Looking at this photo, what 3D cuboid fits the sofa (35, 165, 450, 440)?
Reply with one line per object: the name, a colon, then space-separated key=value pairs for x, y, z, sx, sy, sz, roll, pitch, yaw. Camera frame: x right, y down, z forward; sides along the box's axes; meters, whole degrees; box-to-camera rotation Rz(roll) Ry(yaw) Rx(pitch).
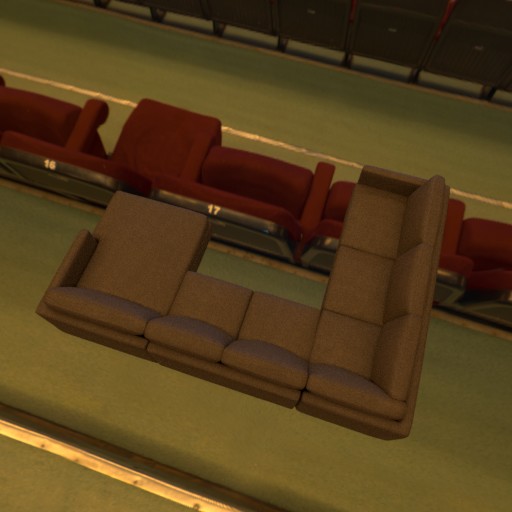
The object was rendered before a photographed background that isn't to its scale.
sofa: x=0.000 y=0.000 z=4.542 sx=3.460 sy=0.961 sz=2.594 roll=16 pitch=66 yaw=7
